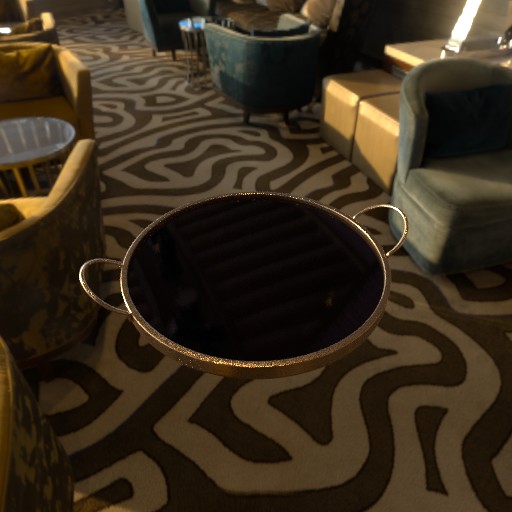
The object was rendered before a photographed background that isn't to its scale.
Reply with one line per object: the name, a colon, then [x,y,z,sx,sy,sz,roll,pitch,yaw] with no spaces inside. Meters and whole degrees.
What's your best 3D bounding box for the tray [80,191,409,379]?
tray: [0.000,0.000,0.734,0.543,0.069,0.438,-12,40,-14]
